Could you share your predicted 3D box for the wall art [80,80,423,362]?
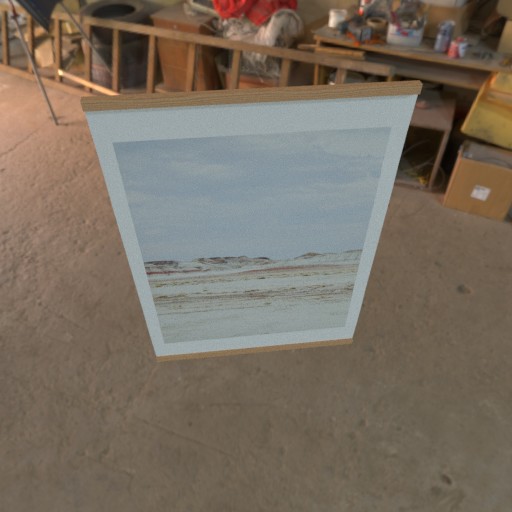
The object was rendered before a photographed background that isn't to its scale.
[{"bbox_3d":[0.000,0.000,1.318,0.739,1.016,0.020,-4,45,-4],"label":"wall art"}]
